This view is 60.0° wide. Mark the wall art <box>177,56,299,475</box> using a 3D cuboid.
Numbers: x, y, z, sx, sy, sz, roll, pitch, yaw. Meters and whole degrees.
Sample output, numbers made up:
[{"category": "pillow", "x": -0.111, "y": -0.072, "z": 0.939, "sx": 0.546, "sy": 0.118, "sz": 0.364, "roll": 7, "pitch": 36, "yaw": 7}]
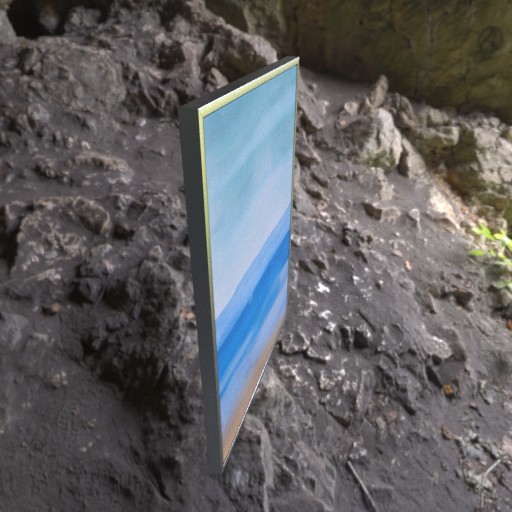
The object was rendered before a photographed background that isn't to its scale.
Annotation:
[{"category": "wall art", "x": 0.000, "y": 0.000, "z": 1.389, "sx": 0.041, "sy": 1.062, "sz": 0.803, "roll": 9, "pitch": 32, "yaw": 15}]
